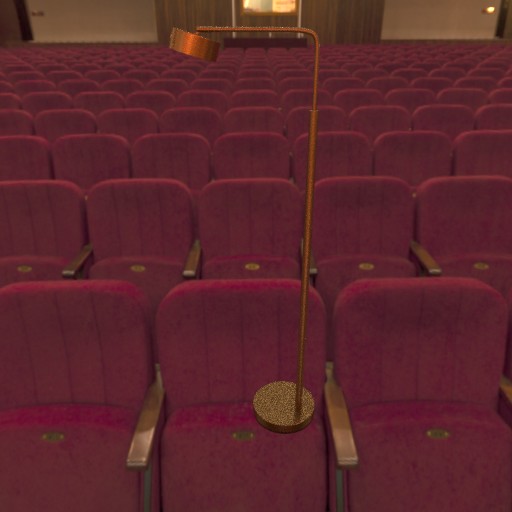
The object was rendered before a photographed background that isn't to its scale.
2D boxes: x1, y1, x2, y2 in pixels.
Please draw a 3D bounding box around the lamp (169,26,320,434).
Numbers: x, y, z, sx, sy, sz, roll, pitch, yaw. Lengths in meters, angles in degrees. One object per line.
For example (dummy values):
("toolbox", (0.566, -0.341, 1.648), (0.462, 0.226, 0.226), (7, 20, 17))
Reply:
("lamp", (0.000, 0.000, 1.339), (0.418, 1.230, 0.219), (0, 25, 0))
